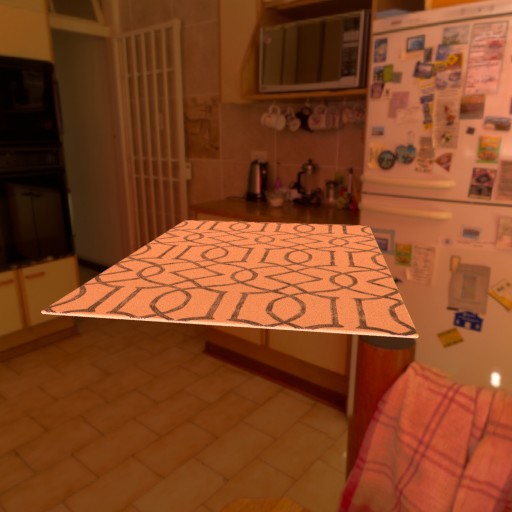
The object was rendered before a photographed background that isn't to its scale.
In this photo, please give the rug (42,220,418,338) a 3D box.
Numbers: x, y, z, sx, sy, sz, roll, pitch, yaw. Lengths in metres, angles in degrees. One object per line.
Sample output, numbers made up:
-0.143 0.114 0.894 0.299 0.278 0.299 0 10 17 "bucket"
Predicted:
0.000 0.000 3.918 2.211 0.021 2.910 2 16 8 "rug"
